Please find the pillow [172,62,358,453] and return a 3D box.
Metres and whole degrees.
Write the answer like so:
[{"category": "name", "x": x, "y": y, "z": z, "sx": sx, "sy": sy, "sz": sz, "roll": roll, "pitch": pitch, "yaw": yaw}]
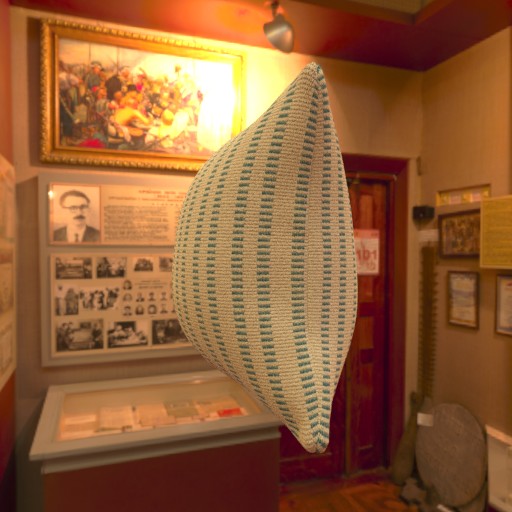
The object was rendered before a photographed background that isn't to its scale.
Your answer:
[{"category": "pillow", "x": 0.000, "y": 0.000, "z": 0.673, "sx": 0.247, "sy": 0.419, "sz": 0.438, "roll": 0, "pitch": 1, "yaw": -18}]
